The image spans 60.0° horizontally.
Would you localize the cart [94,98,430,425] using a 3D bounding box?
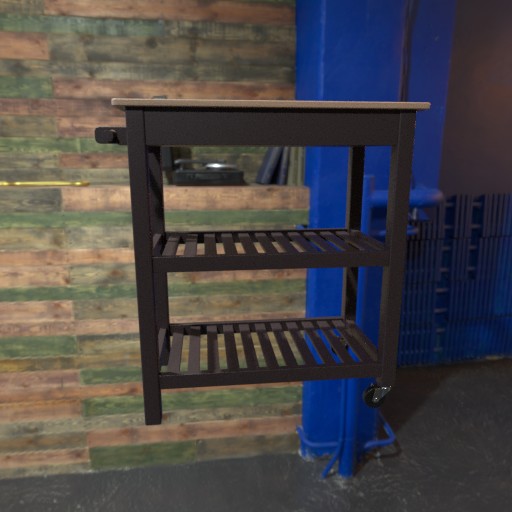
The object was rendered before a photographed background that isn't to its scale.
[{"bbox_3d":[0.000,0.000,1.466,0.899,0.927,0.457,-1,13,-6],"label":"cart"}]
